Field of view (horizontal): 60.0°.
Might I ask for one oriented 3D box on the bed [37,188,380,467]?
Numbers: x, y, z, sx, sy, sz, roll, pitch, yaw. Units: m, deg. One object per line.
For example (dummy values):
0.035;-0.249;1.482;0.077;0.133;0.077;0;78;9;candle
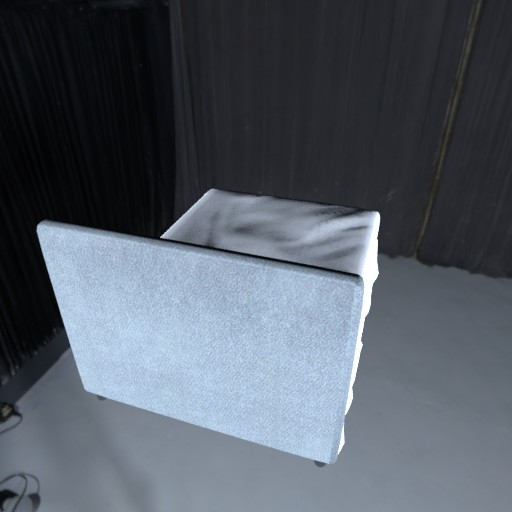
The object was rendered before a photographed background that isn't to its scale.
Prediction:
0.000;0.000;3.201;1.713;1.330;2.142;10;34;16;bed
